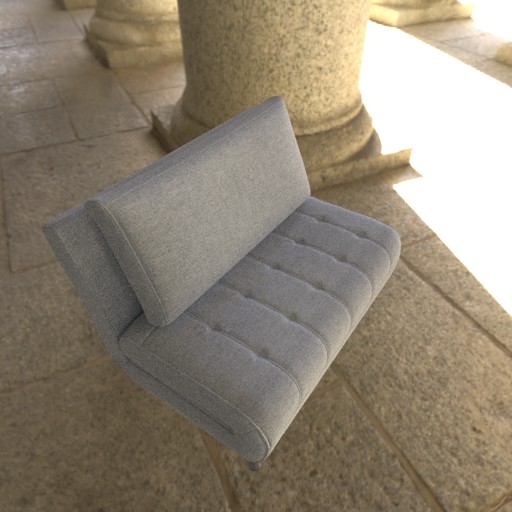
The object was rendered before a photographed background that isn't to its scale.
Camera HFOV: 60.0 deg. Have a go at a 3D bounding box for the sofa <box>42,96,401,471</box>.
[{"bbox_3d":[0.000,0.000,1.852,0.910,0.910,1.220,24,46,26],"label":"sofa"}]
